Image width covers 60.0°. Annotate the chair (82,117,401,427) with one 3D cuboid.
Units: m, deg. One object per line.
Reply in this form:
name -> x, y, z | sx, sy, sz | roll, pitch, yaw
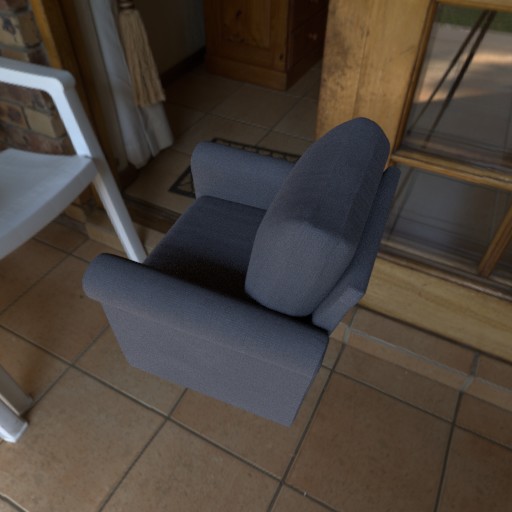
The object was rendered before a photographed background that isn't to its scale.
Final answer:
chair -> 0.000, 0.000, 1.628 | 0.828, 0.942, 0.867 | 16, 48, 15
